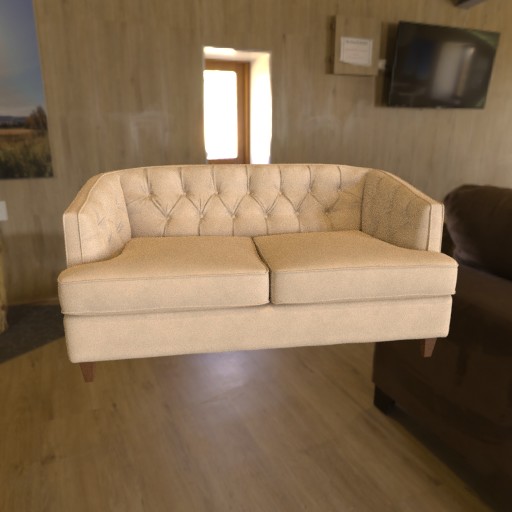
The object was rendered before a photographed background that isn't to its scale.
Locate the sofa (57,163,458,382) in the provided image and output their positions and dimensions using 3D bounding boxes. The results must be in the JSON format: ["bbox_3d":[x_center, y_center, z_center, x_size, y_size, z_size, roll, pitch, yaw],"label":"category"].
[{"bbox_3d":[0.000,0.000,2.284,1.731,0.878,0.940,-2,16,-8],"label":"sofa"}]
